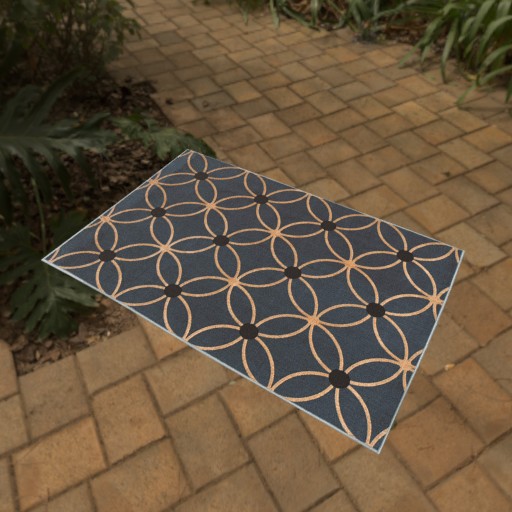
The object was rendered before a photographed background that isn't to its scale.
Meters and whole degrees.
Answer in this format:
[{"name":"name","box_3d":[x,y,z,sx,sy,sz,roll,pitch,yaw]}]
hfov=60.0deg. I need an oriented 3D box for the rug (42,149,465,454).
[{"name":"rug","box_3d":[0.000,0.000,2.853,2.284,0.008,1.522,24,51,22]}]
